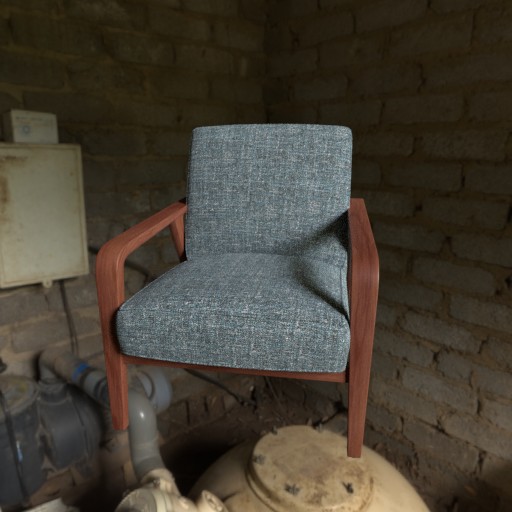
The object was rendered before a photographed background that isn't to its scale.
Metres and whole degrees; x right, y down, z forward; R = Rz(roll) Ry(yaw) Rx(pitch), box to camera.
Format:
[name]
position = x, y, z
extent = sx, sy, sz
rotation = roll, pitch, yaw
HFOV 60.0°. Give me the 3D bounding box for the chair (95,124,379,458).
[chair]
position = 0.000, 0.000, 1.472
extent = 0.719, 0.864, 0.889
rotation = 3, 14, 10
